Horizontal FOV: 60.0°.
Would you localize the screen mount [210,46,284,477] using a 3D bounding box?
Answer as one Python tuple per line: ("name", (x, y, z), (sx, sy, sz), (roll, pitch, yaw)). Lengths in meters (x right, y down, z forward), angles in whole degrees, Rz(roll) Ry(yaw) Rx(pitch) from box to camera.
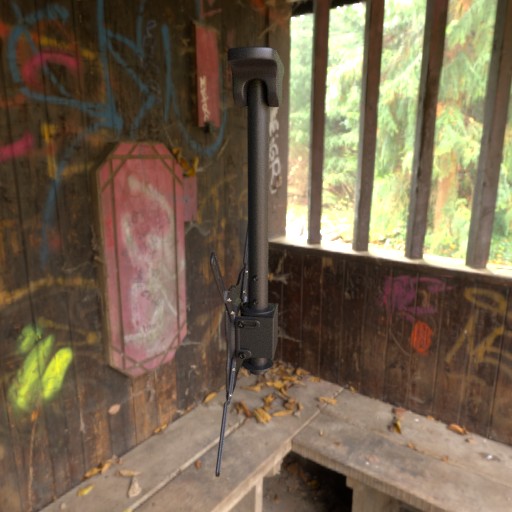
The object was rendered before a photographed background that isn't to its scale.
("screen mount", (0.000, 0.000, 0.883), (0.090, 0.729, 0.393), (2, 14, 8))
